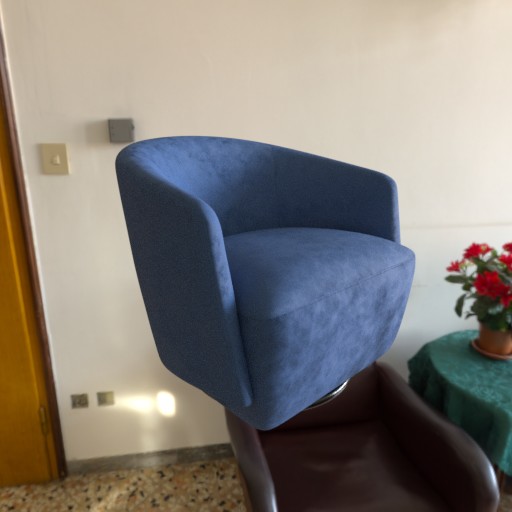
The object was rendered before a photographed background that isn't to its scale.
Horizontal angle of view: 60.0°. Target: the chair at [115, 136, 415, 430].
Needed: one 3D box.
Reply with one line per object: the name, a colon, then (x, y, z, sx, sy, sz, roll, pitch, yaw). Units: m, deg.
chair: (0.000, 0.000, 1.357, 0.773, 0.698, 0.767, -16, 23, -42)
